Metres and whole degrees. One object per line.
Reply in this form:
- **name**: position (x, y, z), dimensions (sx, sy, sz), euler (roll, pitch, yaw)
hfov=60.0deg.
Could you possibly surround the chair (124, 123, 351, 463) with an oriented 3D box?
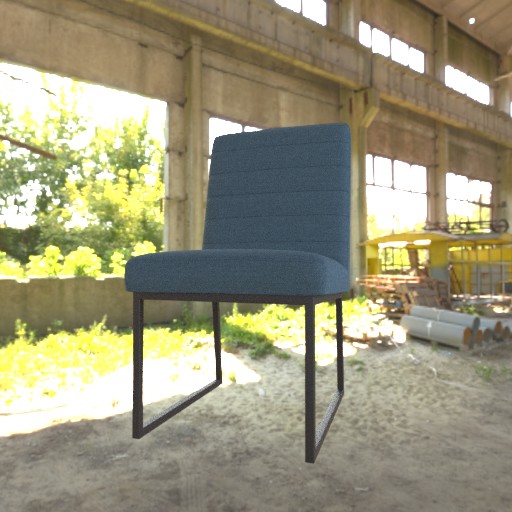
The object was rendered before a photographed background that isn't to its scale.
- **chair**: position (0.000, 0.000, 1.340), dimensions (0.520, 0.930, 0.634), euler (0, -1, 18)
